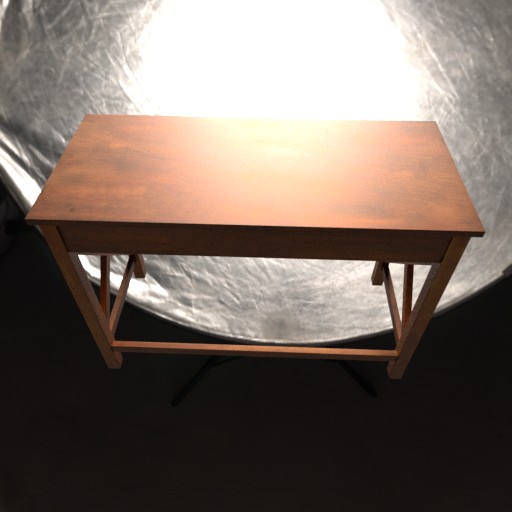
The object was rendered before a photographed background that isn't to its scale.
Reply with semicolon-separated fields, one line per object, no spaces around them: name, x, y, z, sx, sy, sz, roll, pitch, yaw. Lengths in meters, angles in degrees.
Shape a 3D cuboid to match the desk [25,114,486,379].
desk;0.000;0.000;1.524;1.117;0.762;0.508;2;47;2
